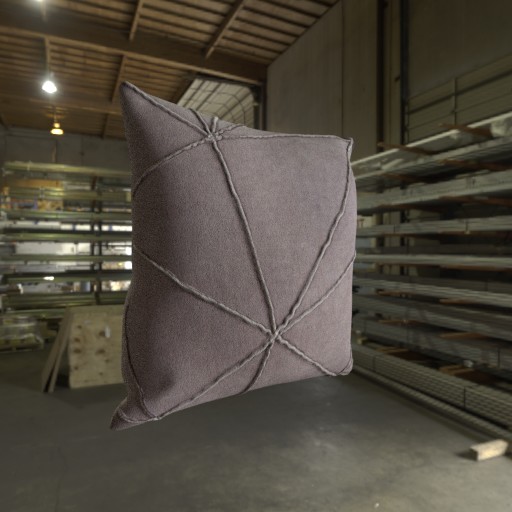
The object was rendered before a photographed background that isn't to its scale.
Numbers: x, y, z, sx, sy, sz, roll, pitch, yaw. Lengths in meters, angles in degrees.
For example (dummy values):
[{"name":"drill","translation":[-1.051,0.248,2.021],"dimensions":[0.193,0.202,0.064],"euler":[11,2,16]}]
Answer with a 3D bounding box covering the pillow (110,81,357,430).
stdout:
[{"name":"pillow","translation":[0.000,0.000,0.676],"dimensions":[0.439,0.440,0.185],"euler":[0,0,-36]}]
